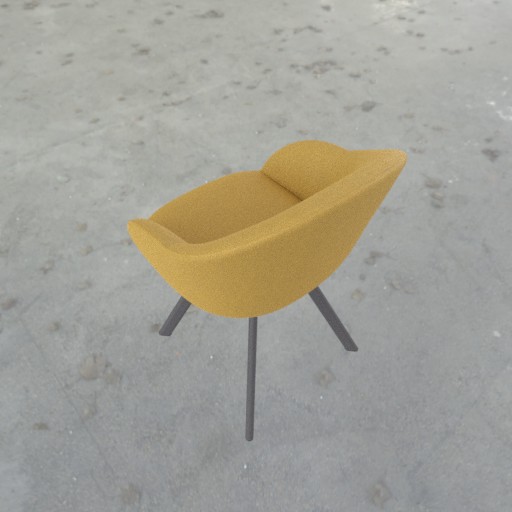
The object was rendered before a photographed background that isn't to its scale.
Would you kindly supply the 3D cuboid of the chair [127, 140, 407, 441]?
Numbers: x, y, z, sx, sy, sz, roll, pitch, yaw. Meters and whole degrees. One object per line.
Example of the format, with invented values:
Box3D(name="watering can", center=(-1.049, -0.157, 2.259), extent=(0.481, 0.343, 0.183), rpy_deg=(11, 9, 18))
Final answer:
Box3D(name="chair", center=(0.000, 0.000, 1.179), extent=(0.551, 0.793, 0.583), rpy_deg=(-31, 53, -27))
